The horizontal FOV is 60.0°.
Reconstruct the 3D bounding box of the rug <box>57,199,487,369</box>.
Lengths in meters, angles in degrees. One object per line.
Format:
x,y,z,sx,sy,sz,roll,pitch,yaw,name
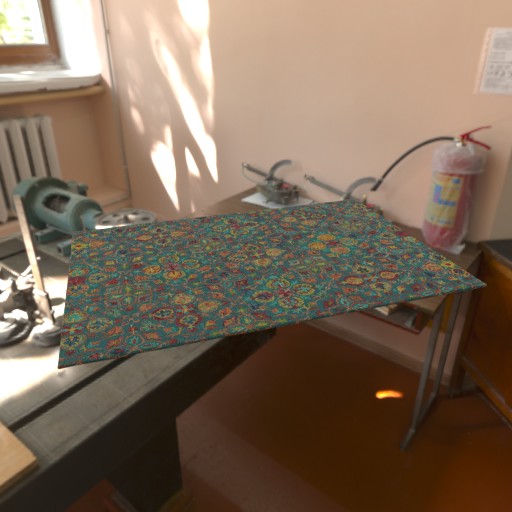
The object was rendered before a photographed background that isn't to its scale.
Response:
0.000,0.000,2.867,2.290,0.016,1.527,-8,28,-16,rug
